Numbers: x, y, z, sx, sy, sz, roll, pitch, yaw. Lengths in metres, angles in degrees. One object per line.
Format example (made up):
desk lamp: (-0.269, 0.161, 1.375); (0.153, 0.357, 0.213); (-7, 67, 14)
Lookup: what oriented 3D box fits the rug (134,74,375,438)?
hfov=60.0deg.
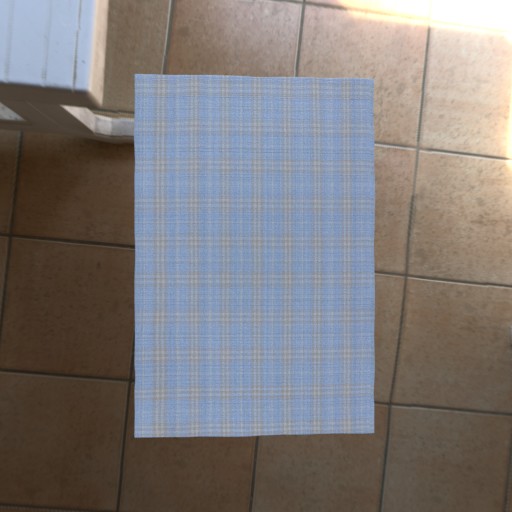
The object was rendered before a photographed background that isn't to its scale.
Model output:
rug: (0.000, 0.000, 2.255); (1.231, 0.012, 1.835); (0, 90, -3)
